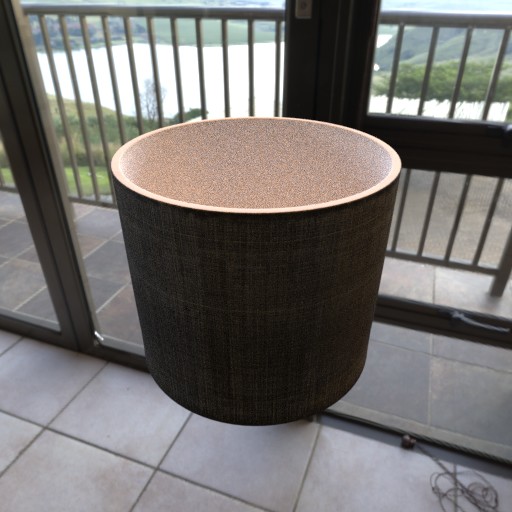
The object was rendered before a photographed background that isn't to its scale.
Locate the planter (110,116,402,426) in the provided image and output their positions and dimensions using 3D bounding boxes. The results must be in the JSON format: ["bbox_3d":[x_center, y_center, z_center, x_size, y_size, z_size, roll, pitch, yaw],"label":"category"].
[{"bbox_3d":[0.000,0.000,0.458,0.254,0.221,0.254,0,31,0],"label":"planter"}]
